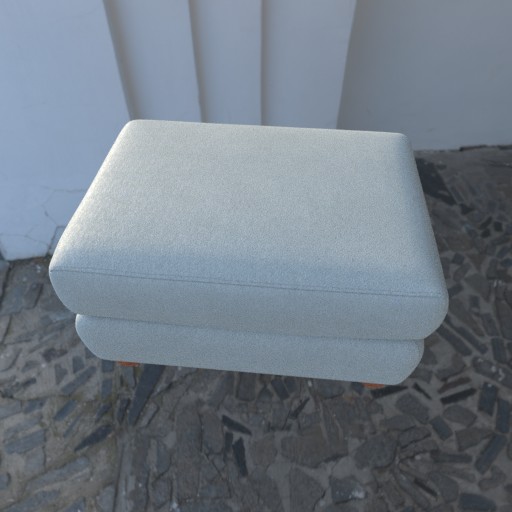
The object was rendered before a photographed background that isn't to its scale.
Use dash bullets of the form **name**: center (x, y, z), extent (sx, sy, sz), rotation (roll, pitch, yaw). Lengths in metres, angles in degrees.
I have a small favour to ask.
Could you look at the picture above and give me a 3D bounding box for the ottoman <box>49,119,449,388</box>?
- **ottoman**: center (0.000, 0.000, 1.133), extent (0.773, 0.499, 0.569), rotation (4, 47, 4)
